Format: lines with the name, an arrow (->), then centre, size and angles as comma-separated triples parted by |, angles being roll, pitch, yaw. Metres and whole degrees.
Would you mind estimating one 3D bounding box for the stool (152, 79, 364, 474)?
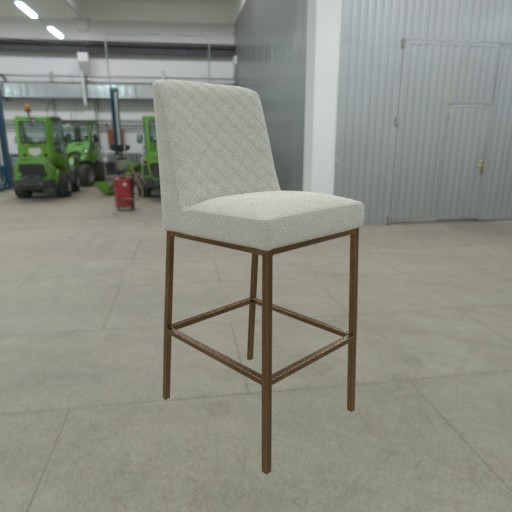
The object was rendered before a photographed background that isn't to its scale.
stool -> 0.000, 0.000, 1.430 | 0.462, 1.084, 0.546 | -14, 21, -42
